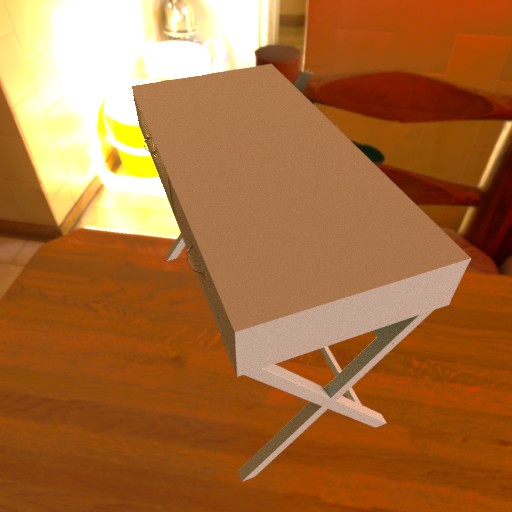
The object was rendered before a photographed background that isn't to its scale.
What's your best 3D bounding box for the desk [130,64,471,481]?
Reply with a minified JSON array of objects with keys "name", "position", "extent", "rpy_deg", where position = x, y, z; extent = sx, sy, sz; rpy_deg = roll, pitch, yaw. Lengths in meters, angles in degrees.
[{"name":"desk","position":[0.000,0.000,1.451],"extent":[0.525,0.780,1.057],"rpy_deg":[-15,47,-15]}]
